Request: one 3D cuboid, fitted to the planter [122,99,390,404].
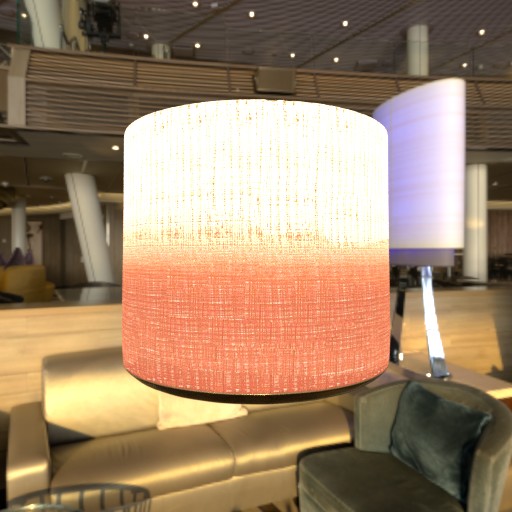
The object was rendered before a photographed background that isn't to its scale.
[{"bbox_3d":[0.000,0.000,0.307,0.178,0.157,0.178,0,0,0],"label":"planter"}]
